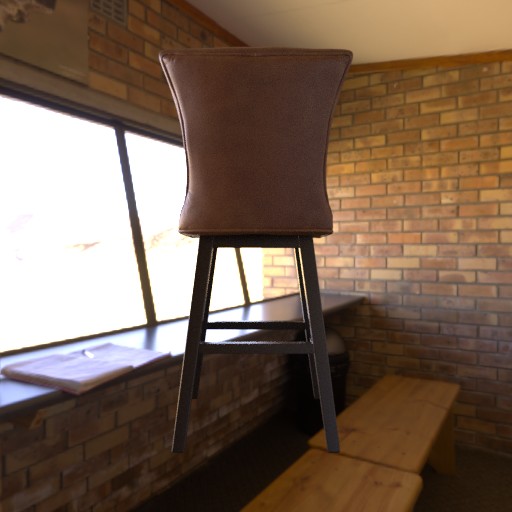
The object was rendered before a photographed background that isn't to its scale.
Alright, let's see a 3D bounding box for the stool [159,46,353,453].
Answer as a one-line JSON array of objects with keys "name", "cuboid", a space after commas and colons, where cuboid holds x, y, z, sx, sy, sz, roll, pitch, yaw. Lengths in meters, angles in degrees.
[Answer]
[{"name": "stool", "cuboid": [0.000, 0.000, 1.408, 0.522, 1.094, 0.585, 0, 1, 0]}]
